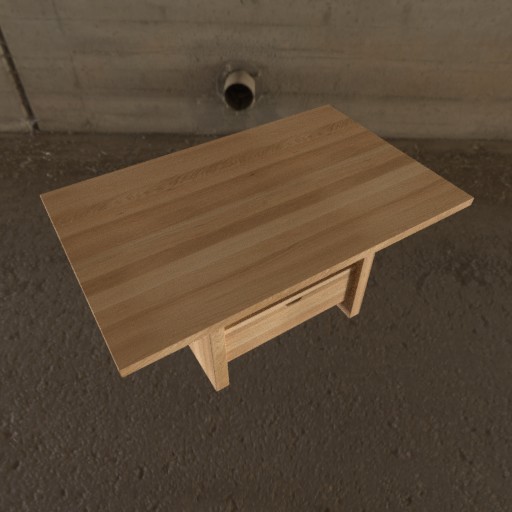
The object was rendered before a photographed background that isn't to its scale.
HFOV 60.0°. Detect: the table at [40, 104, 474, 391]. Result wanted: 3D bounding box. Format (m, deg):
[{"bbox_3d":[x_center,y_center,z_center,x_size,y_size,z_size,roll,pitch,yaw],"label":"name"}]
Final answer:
[{"bbox_3d":[0.000,0.000,1.511,1.100,0.510,0.700,-24,50,-22],"label":"table"}]
